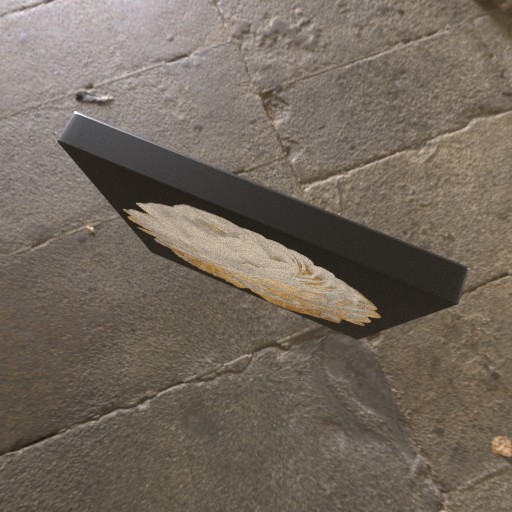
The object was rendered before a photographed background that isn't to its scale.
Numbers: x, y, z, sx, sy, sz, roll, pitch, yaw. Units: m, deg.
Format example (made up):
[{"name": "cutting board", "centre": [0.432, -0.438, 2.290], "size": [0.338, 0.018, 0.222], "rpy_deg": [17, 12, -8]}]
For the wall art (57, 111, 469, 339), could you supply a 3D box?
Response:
[{"name": "wall art", "centre": [0.000, 0.000, 0.609], "size": [0.406, 0.407, 0.041], "rpy_deg": [23, 76, 6]}]
